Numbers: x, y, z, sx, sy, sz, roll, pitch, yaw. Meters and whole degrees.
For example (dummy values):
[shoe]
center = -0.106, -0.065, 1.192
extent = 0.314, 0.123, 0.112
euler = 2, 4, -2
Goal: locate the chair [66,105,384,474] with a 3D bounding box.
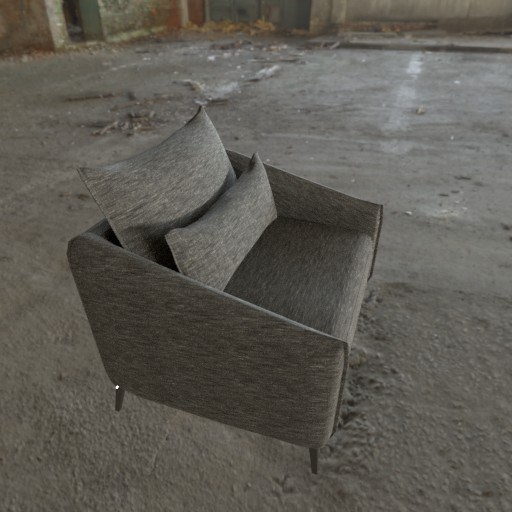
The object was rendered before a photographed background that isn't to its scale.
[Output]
[chair]
center = 0.000, 0.000, 1.591
extent = 0.805, 0.842, 1.004
euler = 10, 33, 16
